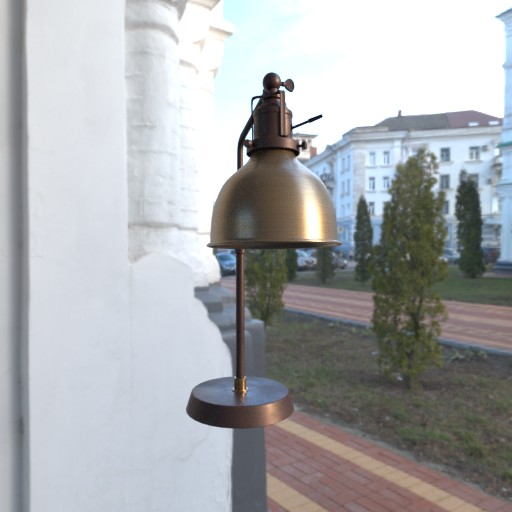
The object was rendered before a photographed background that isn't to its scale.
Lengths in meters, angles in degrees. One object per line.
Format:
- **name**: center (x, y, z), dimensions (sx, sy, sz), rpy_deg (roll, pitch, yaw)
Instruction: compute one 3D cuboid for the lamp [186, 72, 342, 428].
- **lamp**: center (0.000, 0.000, 0.620), dimensions (0.175, 0.469, 0.298), rpy_deg (0, 1, -18)
